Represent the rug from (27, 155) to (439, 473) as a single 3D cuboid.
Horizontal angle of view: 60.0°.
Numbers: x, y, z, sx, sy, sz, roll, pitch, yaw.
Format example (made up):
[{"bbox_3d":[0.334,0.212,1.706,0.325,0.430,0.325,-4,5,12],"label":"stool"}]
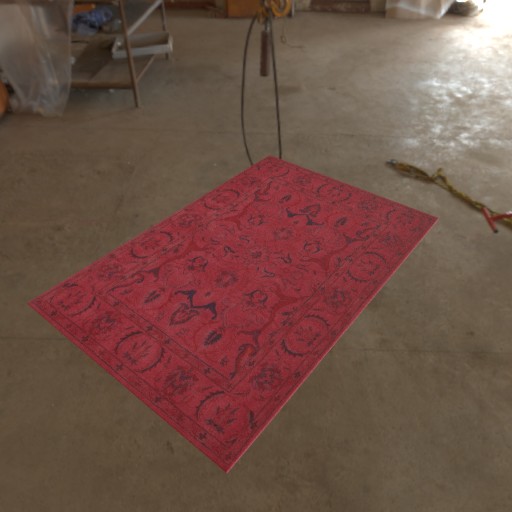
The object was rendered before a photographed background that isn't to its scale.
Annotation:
[{"bbox_3d":[0.000,0.000,2.259,1.209,0.008,1.814,27,47,28],"label":"rug"}]
